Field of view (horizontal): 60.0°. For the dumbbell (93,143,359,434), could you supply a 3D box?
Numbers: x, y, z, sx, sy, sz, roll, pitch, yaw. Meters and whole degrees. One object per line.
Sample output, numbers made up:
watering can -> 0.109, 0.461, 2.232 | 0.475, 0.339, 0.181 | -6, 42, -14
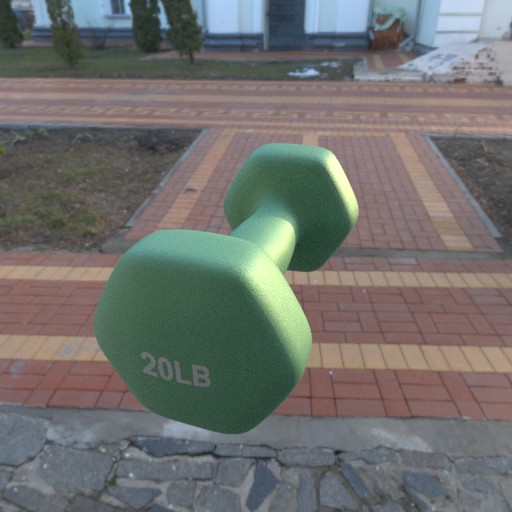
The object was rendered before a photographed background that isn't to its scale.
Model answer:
dumbbell -> 0.000, 0.000, 0.337 | 0.129, 0.117, 0.260 | 10, 30, 17
